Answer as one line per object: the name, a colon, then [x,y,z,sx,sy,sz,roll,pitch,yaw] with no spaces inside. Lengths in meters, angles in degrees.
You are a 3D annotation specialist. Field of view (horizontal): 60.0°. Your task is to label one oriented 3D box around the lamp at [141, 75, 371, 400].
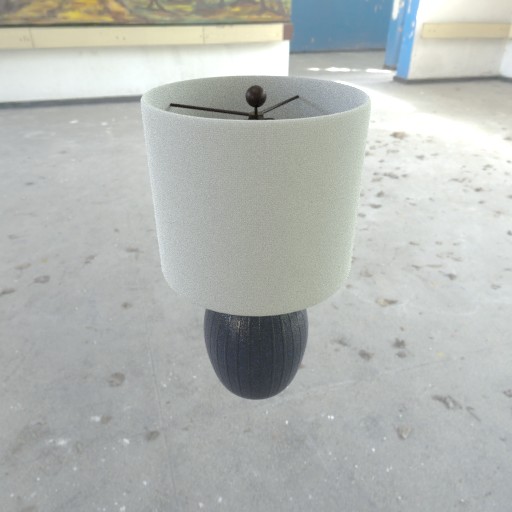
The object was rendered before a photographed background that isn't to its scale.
lamp: [0.000,0.000,0.782,0.329,0.570,0.329,-9,32,-15]
